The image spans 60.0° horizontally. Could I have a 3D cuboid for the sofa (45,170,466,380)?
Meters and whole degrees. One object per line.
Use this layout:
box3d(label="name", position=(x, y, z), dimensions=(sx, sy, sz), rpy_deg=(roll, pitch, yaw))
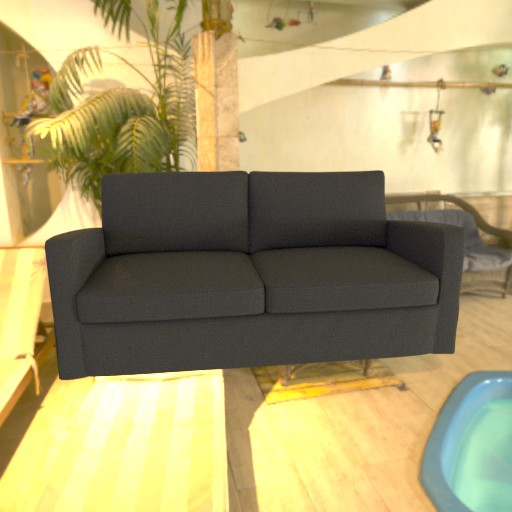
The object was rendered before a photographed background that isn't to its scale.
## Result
box3d(label="sofa", position=(0.000, 0.000, 2.325), dimensions=(1.852, 0.839, 0.898), rpy_deg=(-2, 15, -7))
